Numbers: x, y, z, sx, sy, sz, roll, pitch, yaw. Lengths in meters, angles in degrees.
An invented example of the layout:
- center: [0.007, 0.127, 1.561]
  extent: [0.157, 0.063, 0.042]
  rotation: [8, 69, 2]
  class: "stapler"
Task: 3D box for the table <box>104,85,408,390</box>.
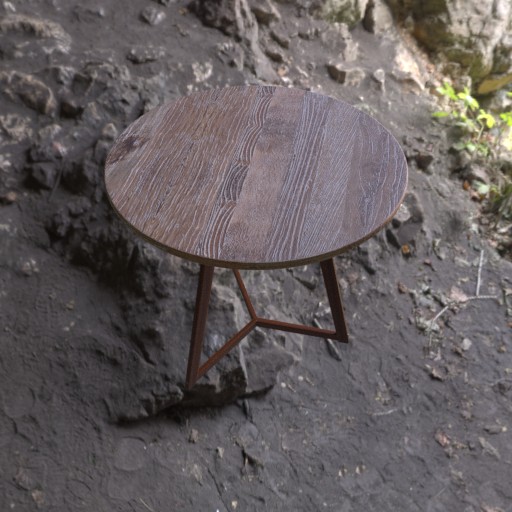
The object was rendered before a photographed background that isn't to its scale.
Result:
- center: [0.000, 0.000, 0.927]
  extent: [0.500, 0.500, 0.500]
  rotation: [0, 47, 0]
  class: "table"
